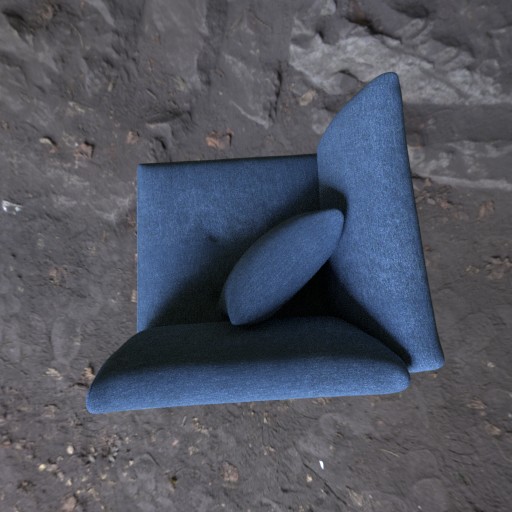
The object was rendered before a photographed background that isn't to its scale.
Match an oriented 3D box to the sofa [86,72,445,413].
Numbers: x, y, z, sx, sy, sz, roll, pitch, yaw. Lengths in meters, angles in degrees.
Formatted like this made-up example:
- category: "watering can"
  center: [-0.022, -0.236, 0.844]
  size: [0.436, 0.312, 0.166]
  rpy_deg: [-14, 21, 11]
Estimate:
- category: "sofa"
  center: [0.000, 0.000, 1.677]
  size: [1.000, 0.820, 1.000]
  rpy_deg: [-4, 76, -1]
